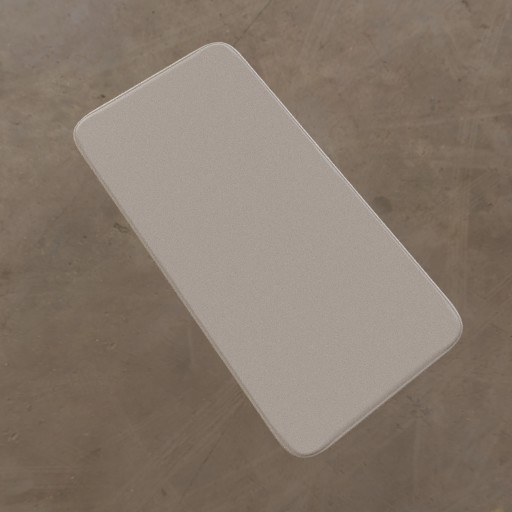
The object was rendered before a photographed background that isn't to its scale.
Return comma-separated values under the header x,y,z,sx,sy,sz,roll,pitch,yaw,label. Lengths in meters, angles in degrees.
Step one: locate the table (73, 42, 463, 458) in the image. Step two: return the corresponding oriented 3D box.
x,y,z,sx,sy,sz,roll,pitch,yaw,label
0.000,0.000,1.656,0.610,0.729,1.219,-35,77,-9,table
